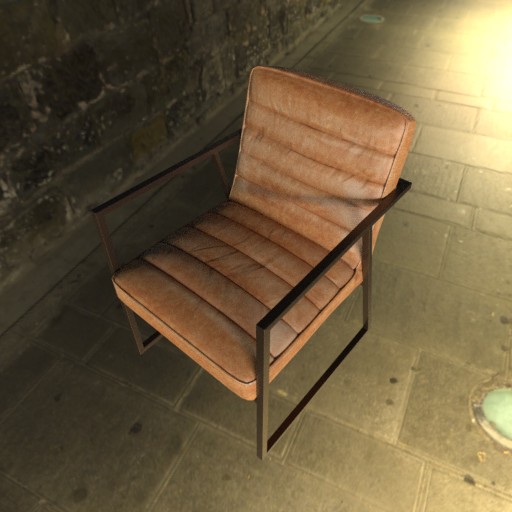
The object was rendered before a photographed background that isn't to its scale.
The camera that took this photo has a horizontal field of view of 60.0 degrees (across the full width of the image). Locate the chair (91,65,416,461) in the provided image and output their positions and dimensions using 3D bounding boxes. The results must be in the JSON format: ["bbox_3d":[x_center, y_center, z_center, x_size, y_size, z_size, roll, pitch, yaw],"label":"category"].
[{"bbox_3d":[0.000,0.000,1.280,0.571,0.832,0.677,31,52,28],"label":"chair"}]
